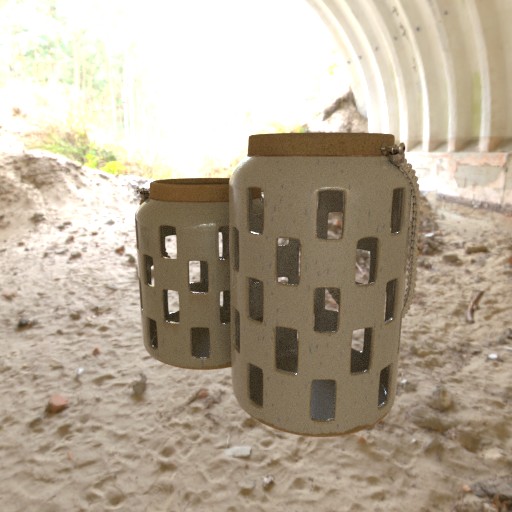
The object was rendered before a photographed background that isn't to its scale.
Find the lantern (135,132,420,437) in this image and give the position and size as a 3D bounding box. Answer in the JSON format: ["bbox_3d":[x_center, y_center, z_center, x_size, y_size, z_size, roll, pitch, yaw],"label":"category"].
[{"bbox_3d":[0.000,0.000,0.494,0.184,0.255,0.347,-13,18,-43],"label":"lantern"}]
